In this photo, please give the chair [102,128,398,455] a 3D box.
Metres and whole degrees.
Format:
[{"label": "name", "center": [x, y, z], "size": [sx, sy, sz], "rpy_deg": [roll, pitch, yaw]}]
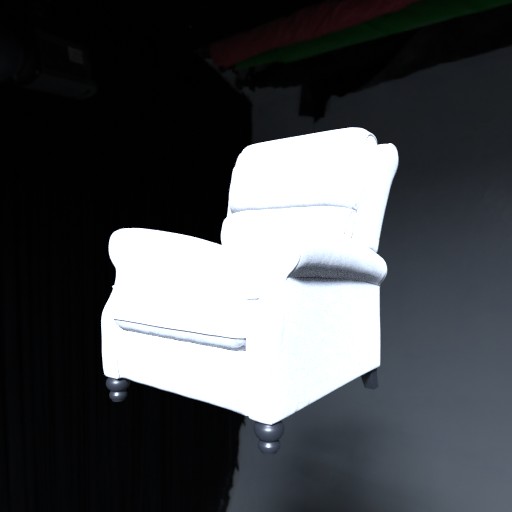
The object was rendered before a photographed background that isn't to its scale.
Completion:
[{"label": "chair", "center": [0.000, 0.000, 1.710], "size": [0.859, 1.046, 0.919], "rpy_deg": [1, 2, 37]}]
